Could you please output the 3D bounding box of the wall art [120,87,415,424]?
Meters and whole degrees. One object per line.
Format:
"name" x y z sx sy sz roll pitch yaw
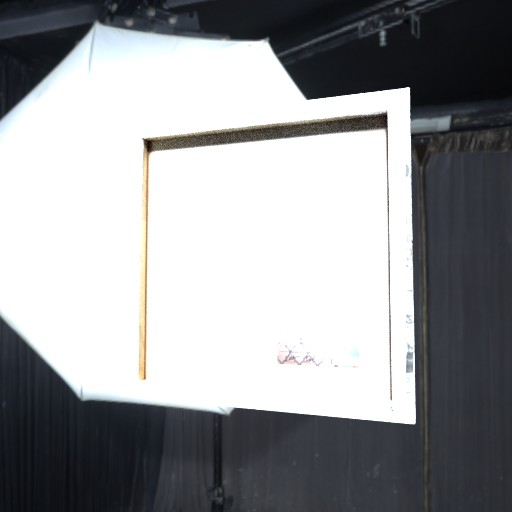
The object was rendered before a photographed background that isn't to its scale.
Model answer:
"wall art" 0.000 0.000 0.619 0.411 0.410 0.038 -1 -3 18
